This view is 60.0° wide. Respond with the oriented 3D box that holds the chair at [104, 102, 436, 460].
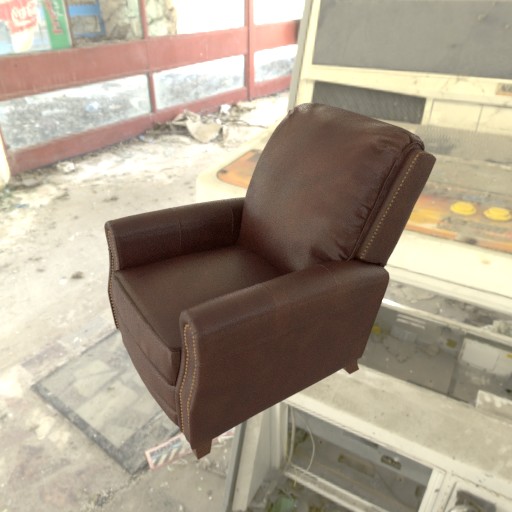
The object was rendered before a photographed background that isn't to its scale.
[{"bbox_3d":[0.000,0.000,1.780,1.089,1.022,0.826,-19,37,-28],"label":"chair"}]
